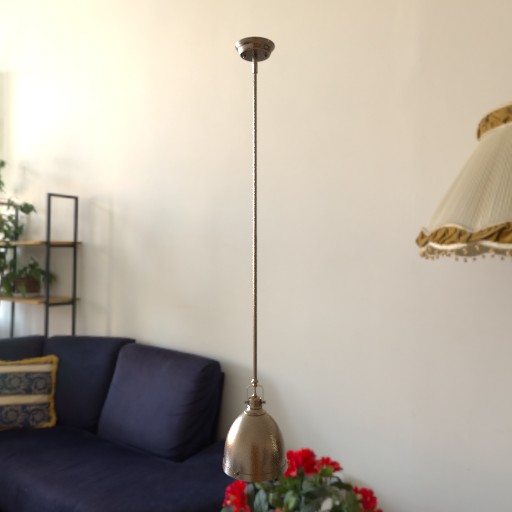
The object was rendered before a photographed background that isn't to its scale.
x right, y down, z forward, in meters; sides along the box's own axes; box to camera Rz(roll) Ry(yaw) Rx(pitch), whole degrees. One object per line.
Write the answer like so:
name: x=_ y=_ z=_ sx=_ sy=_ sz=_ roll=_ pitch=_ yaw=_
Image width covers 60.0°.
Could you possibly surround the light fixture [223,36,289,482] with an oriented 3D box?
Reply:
light fixture: x=0.000 y=0.000 z=1.446 sx=0.217 sy=1.367 sz=0.211 roll=0 pitch=0 yaw=0
